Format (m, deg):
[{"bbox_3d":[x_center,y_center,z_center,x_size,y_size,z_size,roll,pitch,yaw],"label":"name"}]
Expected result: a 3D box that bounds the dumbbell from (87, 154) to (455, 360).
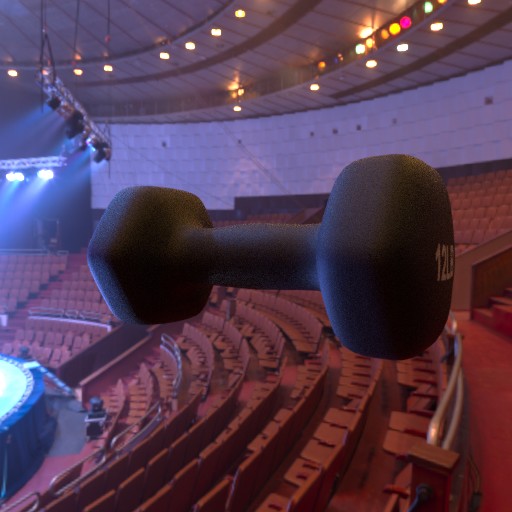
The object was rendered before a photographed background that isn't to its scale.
[{"bbox_3d":[0.000,0.000,0.285,0.231,0.101,0.112,0,1,35],"label":"dumbbell"}]
